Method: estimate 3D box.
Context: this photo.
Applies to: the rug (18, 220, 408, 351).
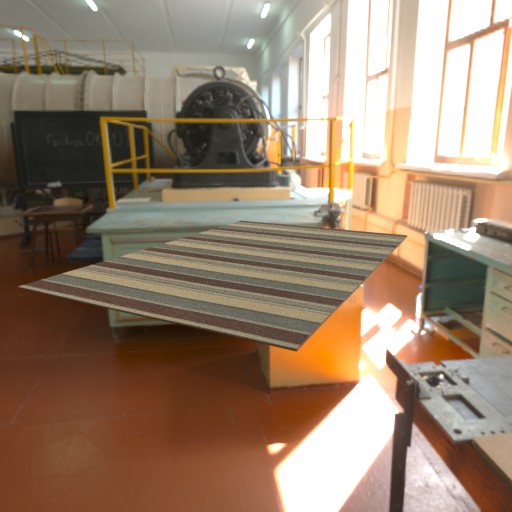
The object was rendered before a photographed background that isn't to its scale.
[{"bbox_3d":[0.000,0.000,2.295,1.219,0.008,1.829,7,16,27],"label":"rug"}]
